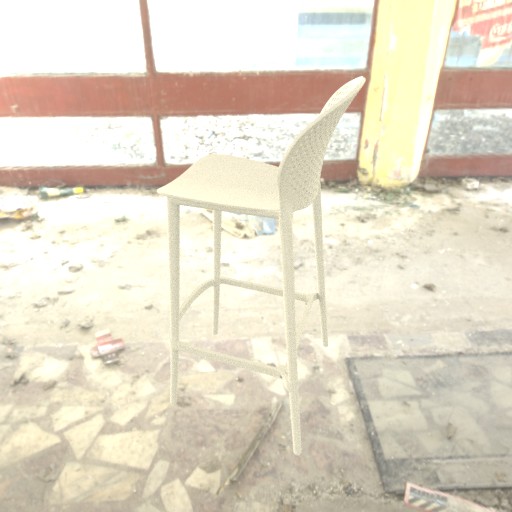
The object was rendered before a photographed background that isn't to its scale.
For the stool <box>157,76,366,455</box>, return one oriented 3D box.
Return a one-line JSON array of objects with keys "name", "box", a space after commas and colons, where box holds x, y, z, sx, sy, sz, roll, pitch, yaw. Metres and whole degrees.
[{"name": "stool", "box": [0.000, 0.000, 1.374, 0.535, 1.045, 0.536, 9, 31, 15]}]
